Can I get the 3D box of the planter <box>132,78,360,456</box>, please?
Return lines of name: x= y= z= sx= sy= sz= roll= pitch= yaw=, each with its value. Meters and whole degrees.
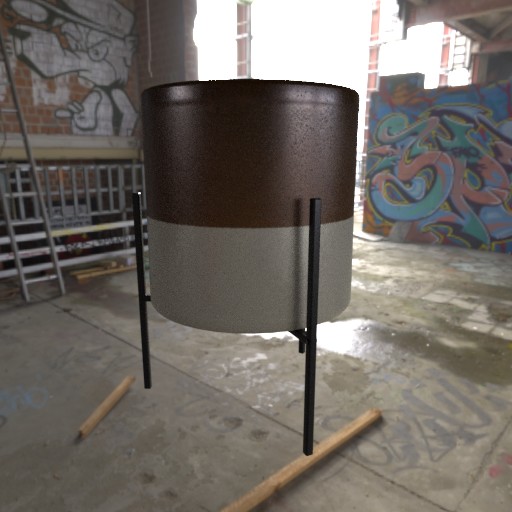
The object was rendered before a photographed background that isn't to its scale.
planter: x=0.000 y=0.000 z=0.542 sx=0.255 sy=0.375 sz=0.269 roll=-7 pitch=15 yaw=-27
